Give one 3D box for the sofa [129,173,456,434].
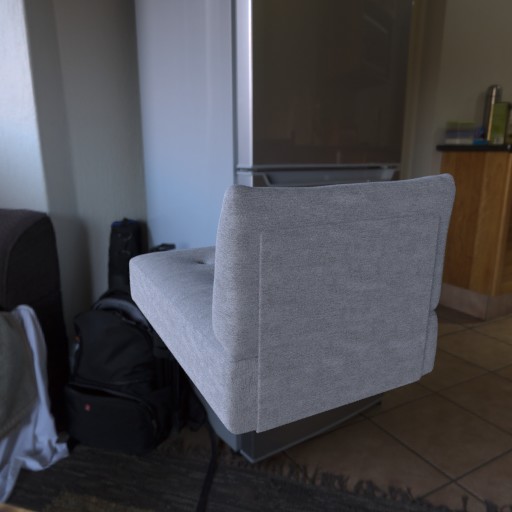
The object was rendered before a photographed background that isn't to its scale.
[{"bbox_3d":[0.000,0.000,2.098,0.930,0.820,1.450,-7,16,-26],"label":"sofa"}]
